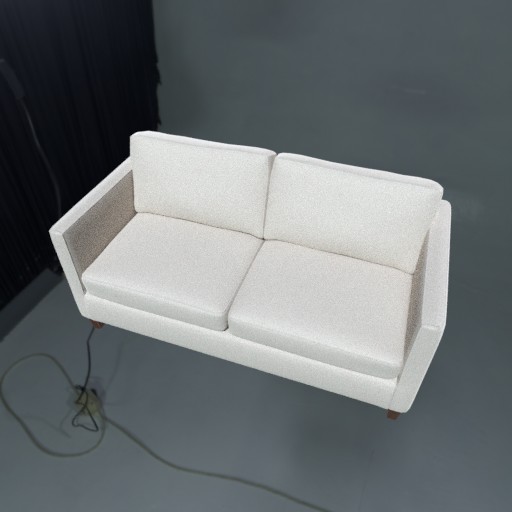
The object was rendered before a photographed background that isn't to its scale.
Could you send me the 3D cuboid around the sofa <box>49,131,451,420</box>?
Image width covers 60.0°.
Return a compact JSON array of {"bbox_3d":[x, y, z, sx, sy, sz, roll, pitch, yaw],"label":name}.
[{"bbox_3d":[0.000,0.000,2.223,1.722,0.888,0.873,13,44,14],"label":"sofa"}]
